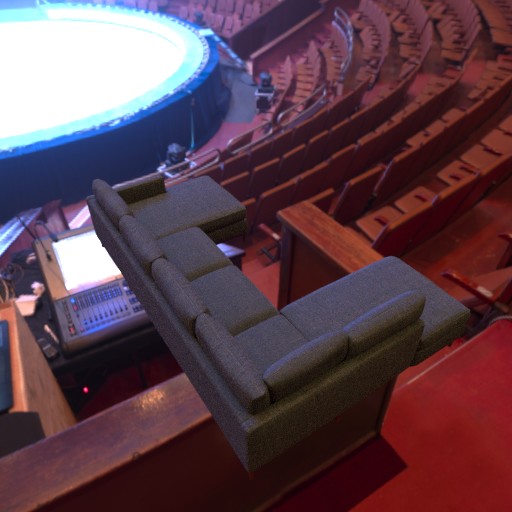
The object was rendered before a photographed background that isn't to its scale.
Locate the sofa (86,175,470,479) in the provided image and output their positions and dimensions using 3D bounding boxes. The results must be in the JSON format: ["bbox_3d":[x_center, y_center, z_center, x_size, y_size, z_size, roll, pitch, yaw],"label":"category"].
[{"bbox_3d":[0.000,0.000,3.598,1.879,0.753,2.737,-23,45,-25],"label":"sofa"}]
